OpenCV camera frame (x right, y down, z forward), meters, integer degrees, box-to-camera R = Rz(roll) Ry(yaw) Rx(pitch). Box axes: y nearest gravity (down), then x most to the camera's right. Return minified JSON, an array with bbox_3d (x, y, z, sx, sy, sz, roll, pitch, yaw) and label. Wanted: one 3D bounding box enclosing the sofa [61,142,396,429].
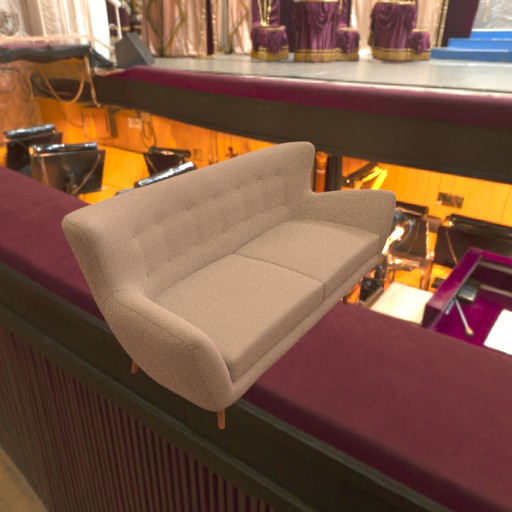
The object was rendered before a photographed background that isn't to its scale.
[{"bbox_3d":[0.000,0.000,2.449,0.899,0.890,1.930,18,32,32],"label":"sofa"}]
